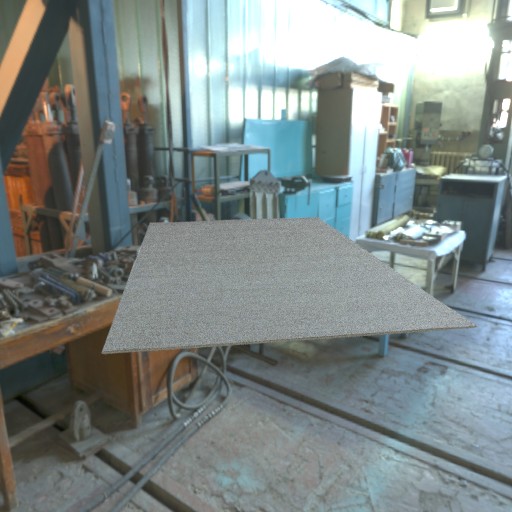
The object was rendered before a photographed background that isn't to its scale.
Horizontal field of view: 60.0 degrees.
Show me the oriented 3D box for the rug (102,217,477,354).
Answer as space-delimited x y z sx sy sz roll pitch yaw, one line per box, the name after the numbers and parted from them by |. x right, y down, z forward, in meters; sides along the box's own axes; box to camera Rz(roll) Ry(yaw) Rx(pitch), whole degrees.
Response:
0.000 0.000 2.171 1.154 0.021 1.792 -2 16 -8 | rug
